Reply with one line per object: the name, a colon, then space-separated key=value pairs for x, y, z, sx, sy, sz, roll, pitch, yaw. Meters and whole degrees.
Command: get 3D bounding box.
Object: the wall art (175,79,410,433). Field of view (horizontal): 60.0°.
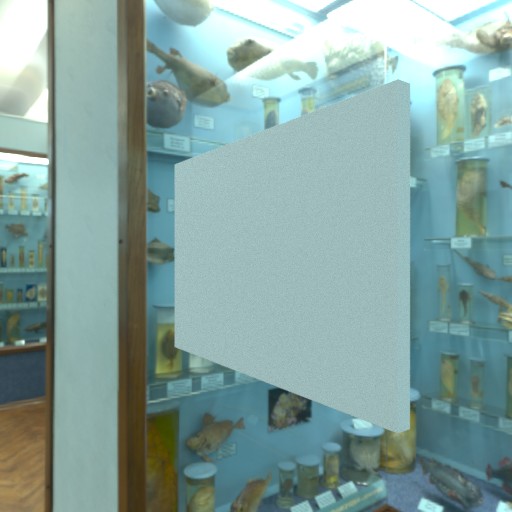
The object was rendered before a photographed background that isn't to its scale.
wall art: x=0.000 y=0.000 z=1.672 sx=0.051 sy=0.902 sz=1.308 roll=0 pitch=0 yaw=-36
